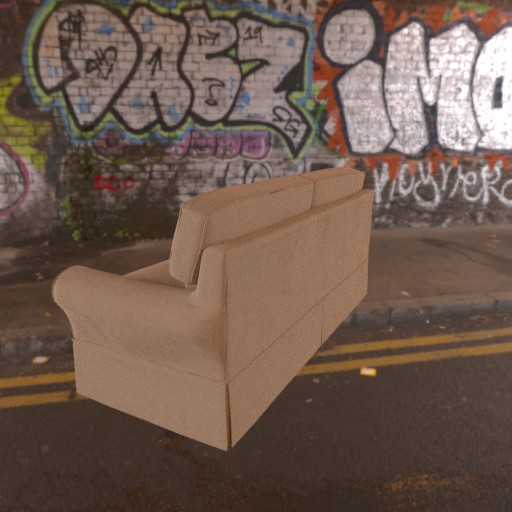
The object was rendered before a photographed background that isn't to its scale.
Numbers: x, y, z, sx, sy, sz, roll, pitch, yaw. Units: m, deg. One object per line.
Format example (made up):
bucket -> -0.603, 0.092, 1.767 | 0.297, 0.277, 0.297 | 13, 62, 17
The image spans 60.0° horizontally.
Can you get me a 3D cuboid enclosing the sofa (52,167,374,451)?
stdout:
sofa -> 0.000, 0.000, 2.718 | 0.900, 1.014, 2.246 | 8, 17, 27
